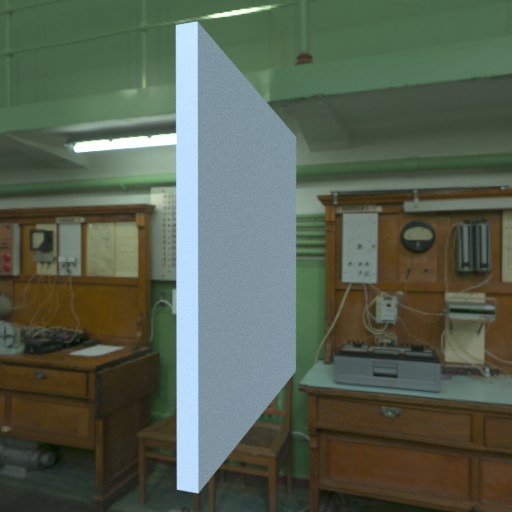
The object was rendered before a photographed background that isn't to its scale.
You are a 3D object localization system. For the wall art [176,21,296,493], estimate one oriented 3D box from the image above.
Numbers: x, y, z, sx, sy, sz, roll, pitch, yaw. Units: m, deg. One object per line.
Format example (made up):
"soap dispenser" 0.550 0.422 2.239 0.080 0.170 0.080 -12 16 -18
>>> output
"wall art" 0.000 0.000 0.796 0.028 0.559 0.559 0 1 17
